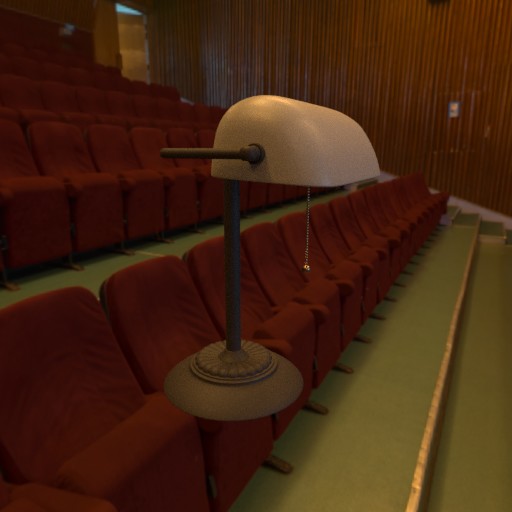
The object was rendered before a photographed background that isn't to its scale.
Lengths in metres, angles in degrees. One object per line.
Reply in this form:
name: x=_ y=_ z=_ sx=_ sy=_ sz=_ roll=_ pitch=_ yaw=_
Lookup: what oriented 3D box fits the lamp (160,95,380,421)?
lamp: x=0.000 y=0.000 z=0.521 sx=0.243 sy=0.339 sz=0.264 roll=7 pitch=15 yaw=26
